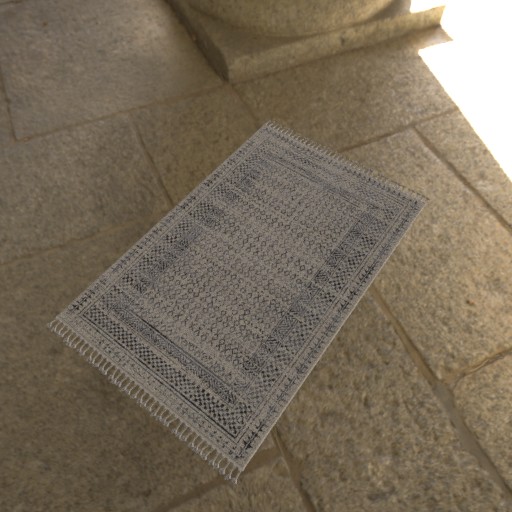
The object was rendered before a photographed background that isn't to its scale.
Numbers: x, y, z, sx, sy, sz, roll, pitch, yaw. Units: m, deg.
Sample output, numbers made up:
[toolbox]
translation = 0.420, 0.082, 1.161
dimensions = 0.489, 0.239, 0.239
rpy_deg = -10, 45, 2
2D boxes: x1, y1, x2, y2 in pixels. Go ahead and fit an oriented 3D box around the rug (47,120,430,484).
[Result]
[rug]
translation = 0.000, 0.000, 3.132
dimensions = 1.548, 0.013, 2.486
rpy_deg = 32, 62, 19
